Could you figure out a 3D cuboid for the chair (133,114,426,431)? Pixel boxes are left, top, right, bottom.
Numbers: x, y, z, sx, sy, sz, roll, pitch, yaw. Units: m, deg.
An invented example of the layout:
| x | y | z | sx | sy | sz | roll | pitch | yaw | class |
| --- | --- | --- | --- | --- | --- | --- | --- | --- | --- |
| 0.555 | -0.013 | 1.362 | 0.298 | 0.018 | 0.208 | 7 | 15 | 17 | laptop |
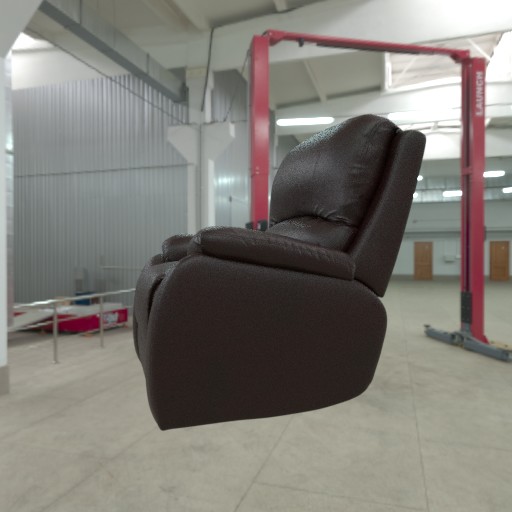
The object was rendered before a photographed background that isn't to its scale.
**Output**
| x | y | z | sx | sy | sz | roll | pitch | yaw | class |
| --- | --- | --- | --- | --- | --- | --- | --- | --- | --- |
| 0.000 | 0.000 | 1.710 | 0.899 | 1.011 | 0.930 | 0 | 0 | -18 | chair |
